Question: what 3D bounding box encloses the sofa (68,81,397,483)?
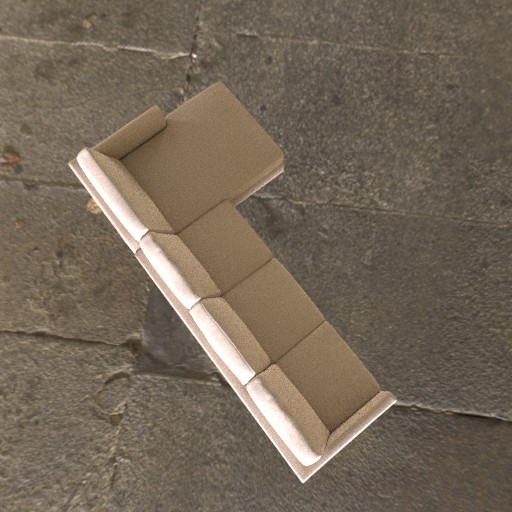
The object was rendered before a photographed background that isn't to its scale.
[{"bbox_3d":[0.000,0.000,3.831,1.625,0.861,3.186,-37,79,-9],"label":"sofa"}]
